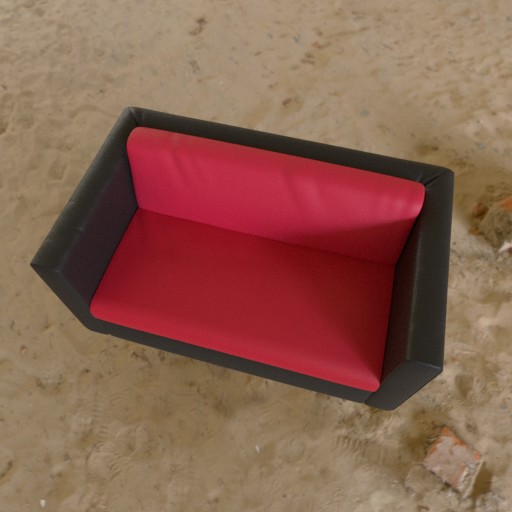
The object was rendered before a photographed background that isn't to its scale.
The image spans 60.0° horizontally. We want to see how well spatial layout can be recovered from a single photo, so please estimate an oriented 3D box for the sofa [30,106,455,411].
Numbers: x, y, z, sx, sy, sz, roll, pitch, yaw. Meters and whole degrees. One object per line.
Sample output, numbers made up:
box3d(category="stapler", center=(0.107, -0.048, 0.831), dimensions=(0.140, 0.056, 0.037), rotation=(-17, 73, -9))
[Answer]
box3d(category="sofa", center=(0.000, 0.000, 1.893), dimensions=(1.410, 0.735, 0.845), rotation=(13, 60, 8))
